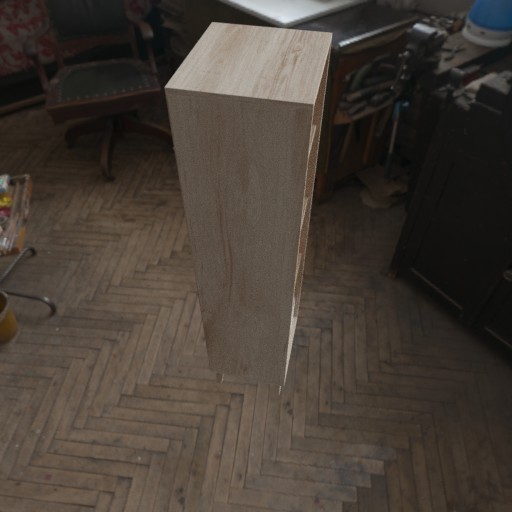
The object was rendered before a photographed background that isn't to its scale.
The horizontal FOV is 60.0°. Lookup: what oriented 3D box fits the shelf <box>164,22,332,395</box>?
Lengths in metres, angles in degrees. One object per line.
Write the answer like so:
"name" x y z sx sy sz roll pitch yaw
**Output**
"shelf" 0.000 0.000 2.191 0.450 1.960 0.510 9 49 8
